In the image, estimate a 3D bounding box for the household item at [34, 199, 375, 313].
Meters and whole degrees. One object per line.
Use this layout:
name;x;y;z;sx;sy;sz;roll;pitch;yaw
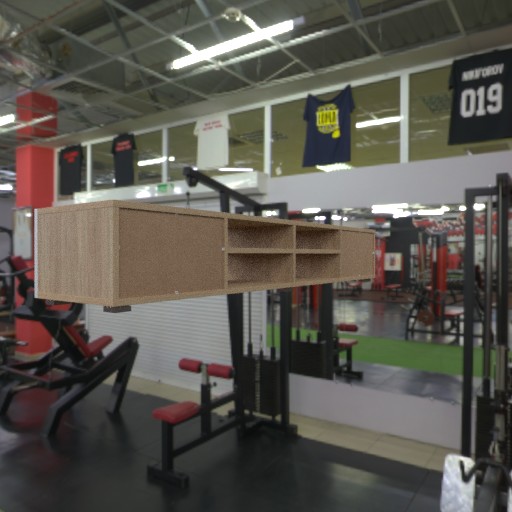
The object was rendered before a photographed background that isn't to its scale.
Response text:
household item;0.000;0.000;2.059;0.420;0.310;1.850;0;0;37
